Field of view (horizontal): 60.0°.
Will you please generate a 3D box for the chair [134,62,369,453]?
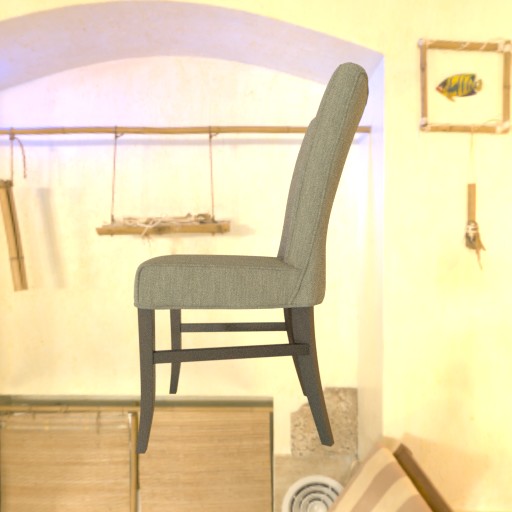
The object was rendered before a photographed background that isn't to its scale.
[{"bbox_3d":[0.000,0.000,1.360,0.660,0.991,0.520,0,1,-1],"label":"chair"}]
